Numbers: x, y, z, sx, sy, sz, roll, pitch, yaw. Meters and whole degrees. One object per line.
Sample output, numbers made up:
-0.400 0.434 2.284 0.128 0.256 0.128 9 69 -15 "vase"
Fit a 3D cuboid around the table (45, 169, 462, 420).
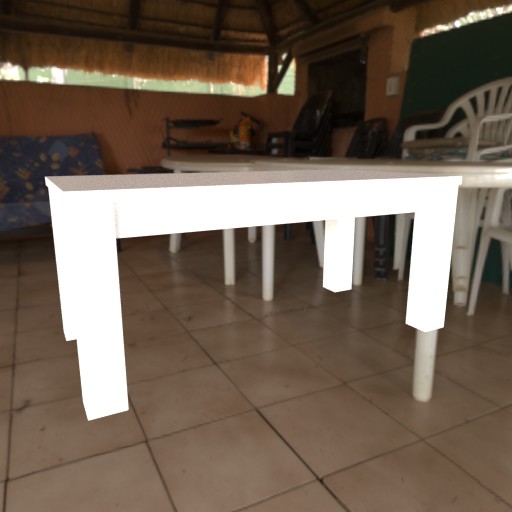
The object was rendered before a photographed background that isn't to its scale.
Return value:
0.000 0.000 2.228 1.800 0.790 0.900 -7 15 -27 "table"
